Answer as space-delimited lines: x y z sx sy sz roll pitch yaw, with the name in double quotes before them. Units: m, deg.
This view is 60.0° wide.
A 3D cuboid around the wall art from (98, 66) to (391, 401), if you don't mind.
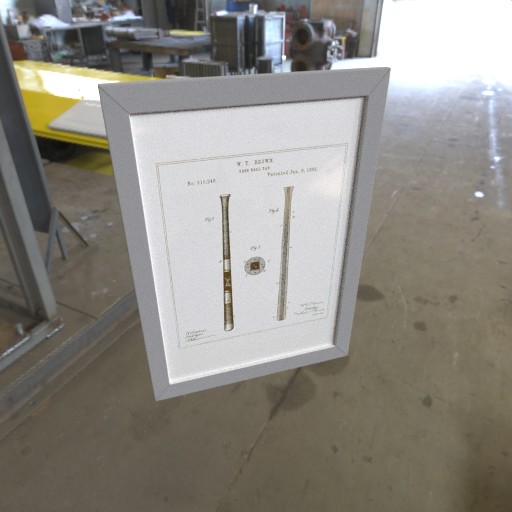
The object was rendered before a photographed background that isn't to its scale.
"wall art" 0.000 0.000 0.688 0.374 0.529 0.012 -10 34 -15
